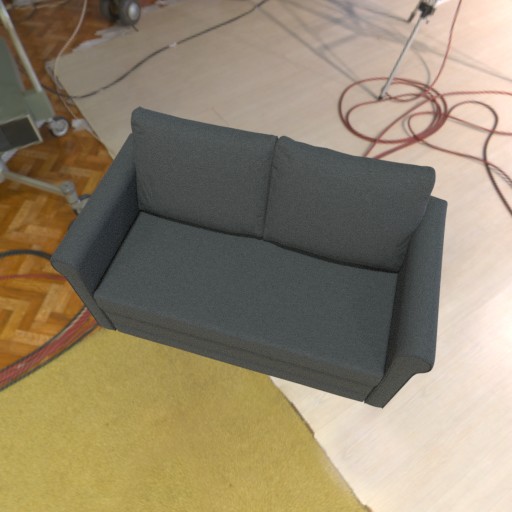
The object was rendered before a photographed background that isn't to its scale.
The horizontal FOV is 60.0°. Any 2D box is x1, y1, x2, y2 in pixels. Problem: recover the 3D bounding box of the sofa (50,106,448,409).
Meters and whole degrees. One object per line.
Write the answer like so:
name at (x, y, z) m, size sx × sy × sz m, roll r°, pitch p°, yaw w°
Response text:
sofa at (0.000, 0.000, 1.919) m, size 1.460 × 0.872 × 0.741 m, roll 14°, pitch 58°, yaw 9°
